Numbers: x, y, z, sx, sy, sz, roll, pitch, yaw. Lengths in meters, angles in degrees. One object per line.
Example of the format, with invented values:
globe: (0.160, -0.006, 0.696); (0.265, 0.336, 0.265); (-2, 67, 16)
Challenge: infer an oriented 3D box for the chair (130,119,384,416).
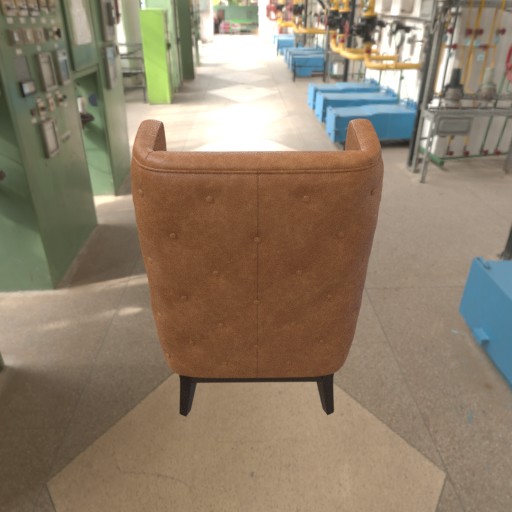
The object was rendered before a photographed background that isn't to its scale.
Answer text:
chair: (0.000, 0.000, 1.693); (0.766, 1.079, 0.899); (0, 29, -1)
